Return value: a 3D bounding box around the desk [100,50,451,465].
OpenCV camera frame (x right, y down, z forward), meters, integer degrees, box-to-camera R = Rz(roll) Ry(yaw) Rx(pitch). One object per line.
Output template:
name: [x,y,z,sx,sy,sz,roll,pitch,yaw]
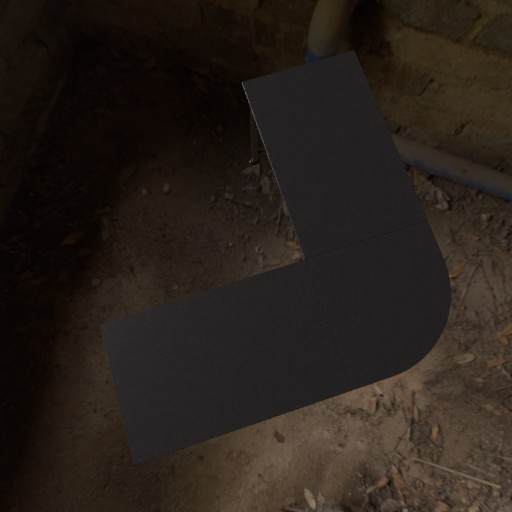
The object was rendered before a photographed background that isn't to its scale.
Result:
desk: [0.000,0.000,2.204,1.400,0.762,1.400,-17,78,-4]
